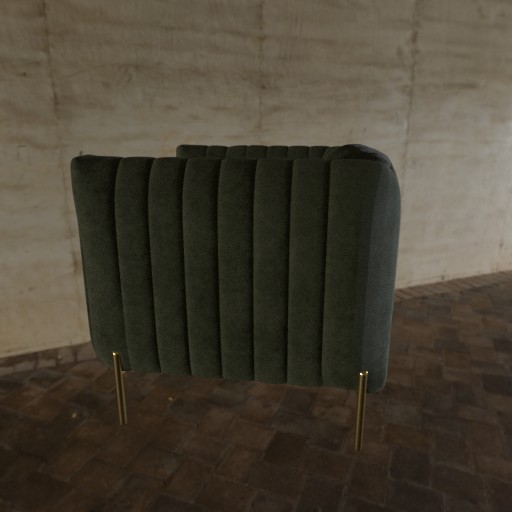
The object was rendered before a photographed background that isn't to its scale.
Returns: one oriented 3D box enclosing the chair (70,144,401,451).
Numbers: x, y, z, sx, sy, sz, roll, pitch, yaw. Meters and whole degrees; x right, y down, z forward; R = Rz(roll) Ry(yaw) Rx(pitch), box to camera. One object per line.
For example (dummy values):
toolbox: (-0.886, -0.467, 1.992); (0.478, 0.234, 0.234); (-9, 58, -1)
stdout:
chair: (0.000, 0.000, 1.637); (0.877, 0.794, 1.032); (3, 16, 9)
